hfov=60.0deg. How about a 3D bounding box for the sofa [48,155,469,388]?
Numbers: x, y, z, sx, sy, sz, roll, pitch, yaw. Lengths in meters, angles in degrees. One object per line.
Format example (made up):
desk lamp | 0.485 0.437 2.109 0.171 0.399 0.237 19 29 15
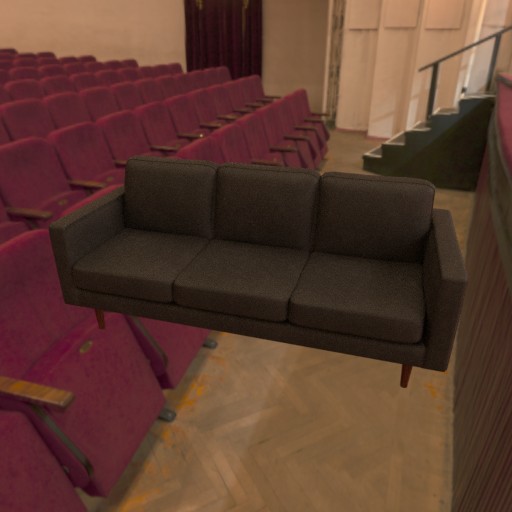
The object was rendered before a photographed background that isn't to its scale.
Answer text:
sofa | 0.000 0.000 2.479 2.029 0.899 0.879 7 27 15
